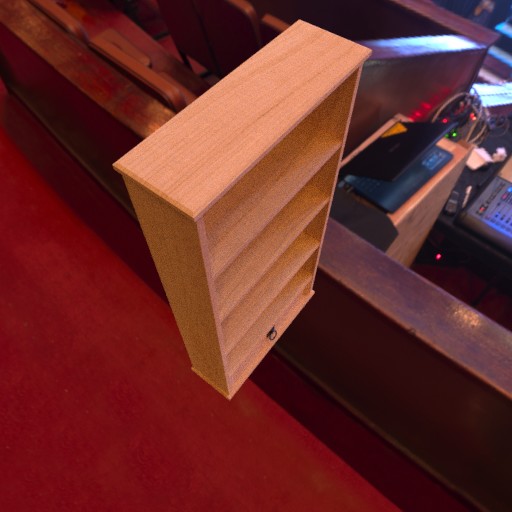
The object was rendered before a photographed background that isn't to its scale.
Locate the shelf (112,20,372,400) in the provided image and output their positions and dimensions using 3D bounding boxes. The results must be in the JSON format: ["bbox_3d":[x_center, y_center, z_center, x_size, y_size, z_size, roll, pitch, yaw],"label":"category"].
[{"bbox_3d":[0.000,0.000,1.217,0.175,1.030,0.520,33,63,19],"label":"shelf"}]
